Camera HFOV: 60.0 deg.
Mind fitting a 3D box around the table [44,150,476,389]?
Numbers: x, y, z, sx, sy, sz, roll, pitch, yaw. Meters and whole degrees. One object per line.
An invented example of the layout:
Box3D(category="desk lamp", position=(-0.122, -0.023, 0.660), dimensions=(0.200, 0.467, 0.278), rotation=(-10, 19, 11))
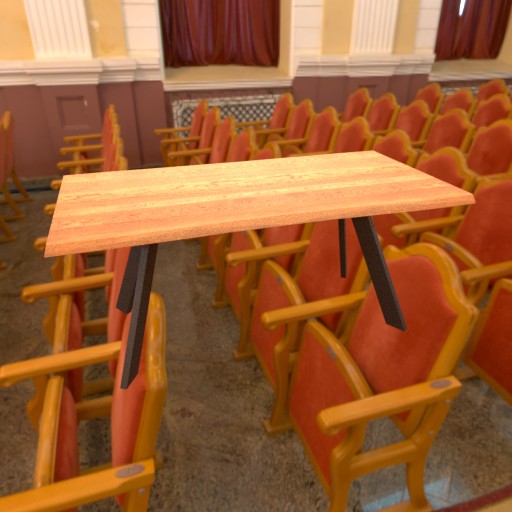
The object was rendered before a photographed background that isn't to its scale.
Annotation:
Box3D(category="table", position=(0.000, 0.000, 2.295), dimensions=(1.800, 0.770, 0.900), rotation=(-8, 28, -15))
